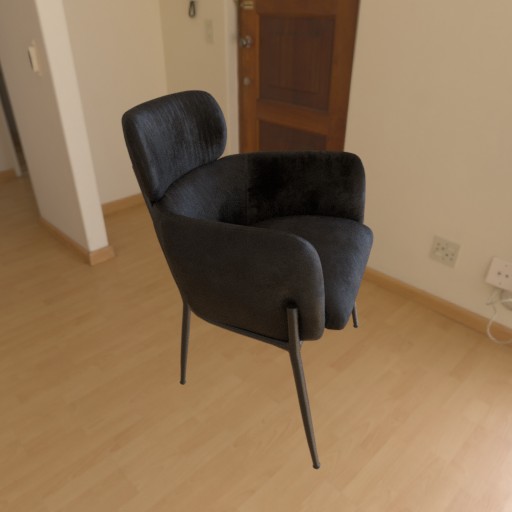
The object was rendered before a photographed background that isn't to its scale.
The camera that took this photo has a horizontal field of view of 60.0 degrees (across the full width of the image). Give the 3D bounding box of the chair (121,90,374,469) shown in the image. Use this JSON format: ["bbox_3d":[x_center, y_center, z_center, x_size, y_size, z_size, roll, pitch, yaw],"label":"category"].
[{"bbox_3d":[0.000,0.000,1.261,0.604,0.818,0.640,11,32,18],"label":"chair"}]
